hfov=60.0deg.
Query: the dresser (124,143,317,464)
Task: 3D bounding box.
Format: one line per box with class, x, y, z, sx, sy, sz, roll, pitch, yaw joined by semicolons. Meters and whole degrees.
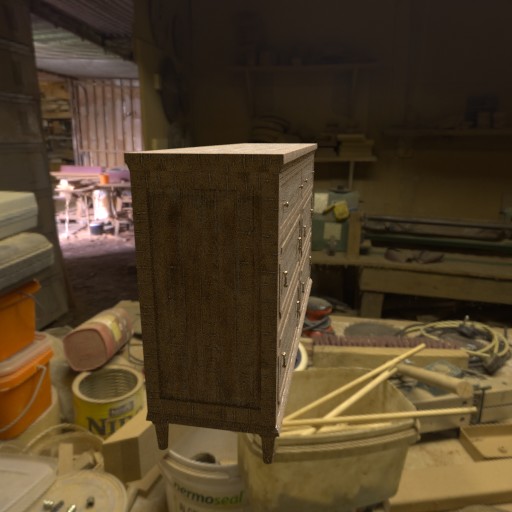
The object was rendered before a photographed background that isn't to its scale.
dresser;0.000;0.000;2.120;0.457;1.016;1.626;3;15;10
